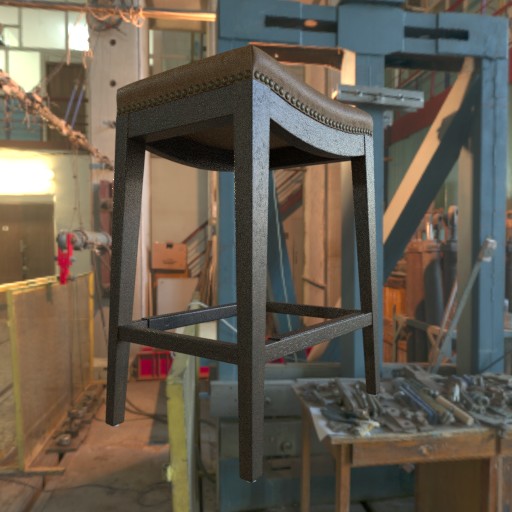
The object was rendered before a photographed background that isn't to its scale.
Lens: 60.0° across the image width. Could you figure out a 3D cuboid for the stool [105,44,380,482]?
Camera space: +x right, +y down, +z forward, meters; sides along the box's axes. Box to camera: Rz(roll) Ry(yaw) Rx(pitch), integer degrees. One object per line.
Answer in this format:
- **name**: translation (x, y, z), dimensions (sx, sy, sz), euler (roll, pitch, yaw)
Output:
- **stool**: translation (0.000, 0.000, 0.948), dimensions (0.361, 0.660, 0.500), euler (1, 2, 37)
